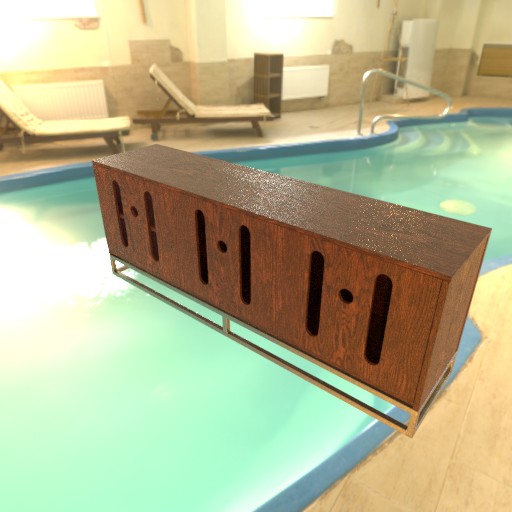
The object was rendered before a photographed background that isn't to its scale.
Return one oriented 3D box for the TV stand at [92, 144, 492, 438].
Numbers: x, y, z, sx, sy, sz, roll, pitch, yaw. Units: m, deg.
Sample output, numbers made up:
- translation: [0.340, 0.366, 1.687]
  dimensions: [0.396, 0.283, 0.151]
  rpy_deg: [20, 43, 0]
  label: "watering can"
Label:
- translation: [0.000, 0.000, 1.771]
  dimensions: [1.541, 0.578, 0.382]
  rpy_deg: [21, 35, 34]
  label: "TV stand"
